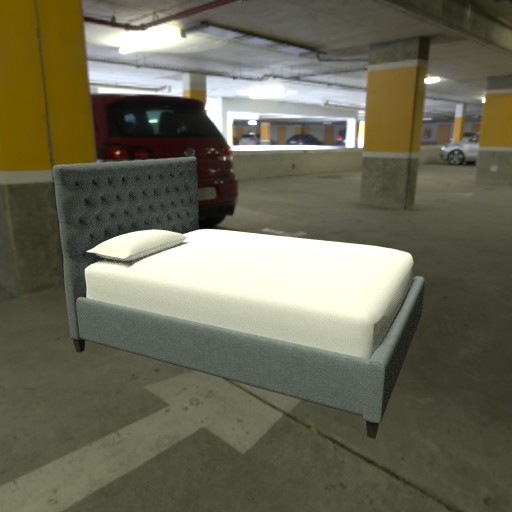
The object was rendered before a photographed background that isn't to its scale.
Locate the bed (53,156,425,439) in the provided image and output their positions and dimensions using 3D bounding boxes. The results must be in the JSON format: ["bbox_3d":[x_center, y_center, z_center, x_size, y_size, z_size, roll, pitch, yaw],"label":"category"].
[{"bbox_3d":[0.000,0.000,3.437,2.335,1.411,1.698,7,17,26],"label":"bed"}]
